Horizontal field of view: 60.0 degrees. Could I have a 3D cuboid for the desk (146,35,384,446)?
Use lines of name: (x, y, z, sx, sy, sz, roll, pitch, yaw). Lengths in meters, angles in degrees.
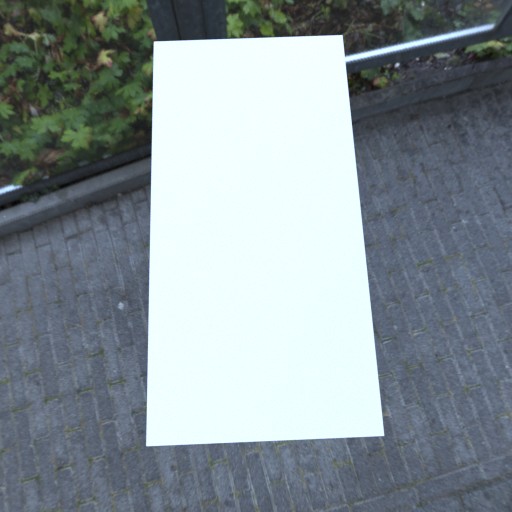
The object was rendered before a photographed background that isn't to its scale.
desk: (0.000, 0.000, 1.415, 0.497, 0.762, 0.990, -2, 76, -1)
